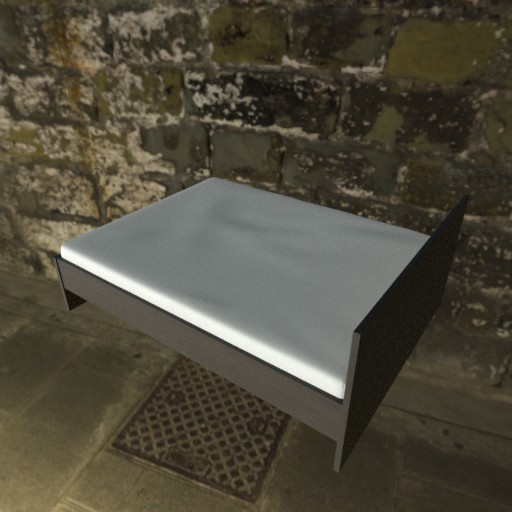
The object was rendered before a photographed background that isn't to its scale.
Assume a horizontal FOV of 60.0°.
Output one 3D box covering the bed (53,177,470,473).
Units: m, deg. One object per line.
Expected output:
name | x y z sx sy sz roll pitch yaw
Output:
bed | 0.000 0.000 2.882 2.073 0.823 1.585 20 36 30
